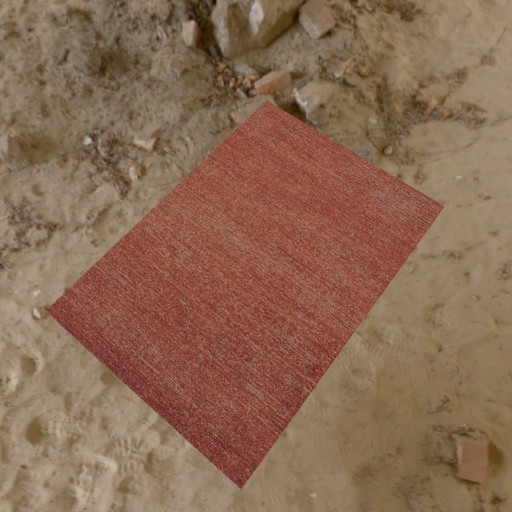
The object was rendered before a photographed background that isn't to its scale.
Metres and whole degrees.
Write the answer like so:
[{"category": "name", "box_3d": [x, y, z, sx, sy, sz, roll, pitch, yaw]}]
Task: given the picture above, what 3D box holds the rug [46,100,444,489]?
[{"category": "rug", "box_3d": [0.000, 0.000, 5.190, 2.803, 0.025, 3.965, 36, 70, 15]}]
